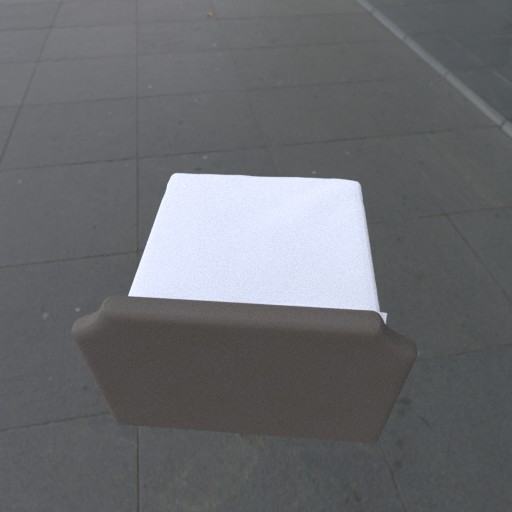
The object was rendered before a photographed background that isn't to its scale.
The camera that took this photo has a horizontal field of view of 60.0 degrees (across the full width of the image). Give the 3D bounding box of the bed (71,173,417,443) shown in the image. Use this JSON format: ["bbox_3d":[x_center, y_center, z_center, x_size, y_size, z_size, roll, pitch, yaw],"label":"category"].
[{"bbox_3d":[0.000,0.000,3.879,2.194,1.561,2.536,3,46,3],"label":"bed"}]
